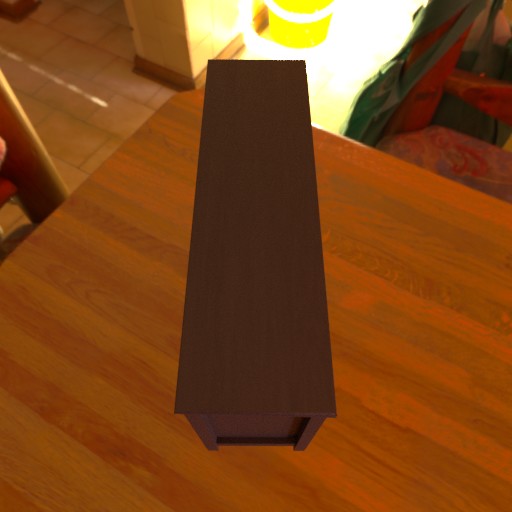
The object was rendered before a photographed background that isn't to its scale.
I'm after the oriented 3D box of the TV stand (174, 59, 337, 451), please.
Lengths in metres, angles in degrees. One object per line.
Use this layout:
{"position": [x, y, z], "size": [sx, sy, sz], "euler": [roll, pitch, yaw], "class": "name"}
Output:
{"position": [0.000, 0.000, 1.532], "size": [0.347, 0.681, 1.198], "euler": [0, 59, 0], "class": "TV stand"}
